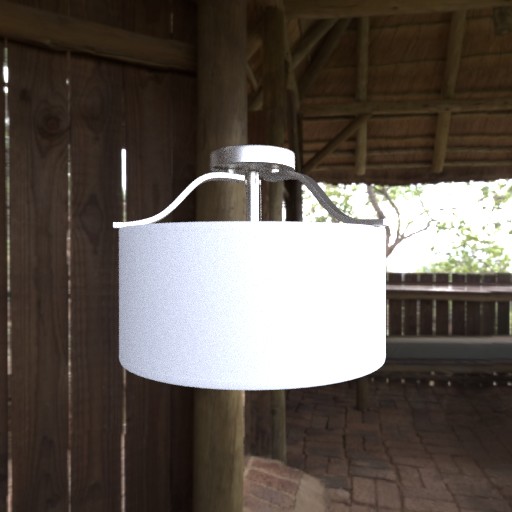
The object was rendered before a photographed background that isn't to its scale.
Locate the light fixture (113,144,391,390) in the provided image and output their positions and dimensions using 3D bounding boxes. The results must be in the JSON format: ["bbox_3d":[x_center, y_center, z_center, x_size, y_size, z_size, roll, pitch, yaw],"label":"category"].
[{"bbox_3d":[0.000,0.000,0.659,0.395,0.304,0.395,0,0,0],"label":"light fixture"}]
